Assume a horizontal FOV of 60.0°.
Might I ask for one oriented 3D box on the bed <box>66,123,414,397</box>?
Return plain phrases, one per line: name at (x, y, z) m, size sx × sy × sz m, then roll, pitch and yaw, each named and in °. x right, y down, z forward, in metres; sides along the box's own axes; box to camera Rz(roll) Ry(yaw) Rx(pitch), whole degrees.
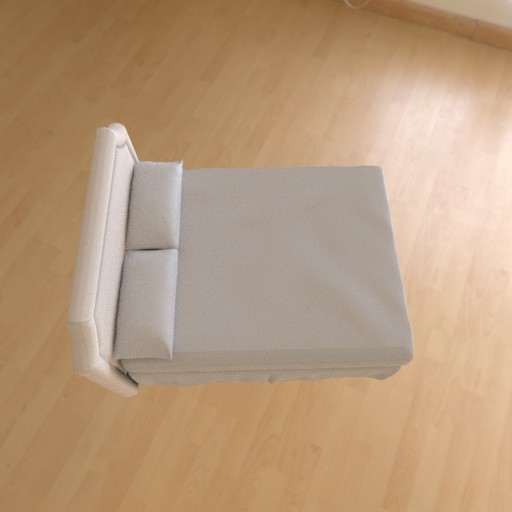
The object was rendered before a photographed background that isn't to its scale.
bed at (0.000, 0.000, 3.309) m, size 2.164 × 1.297 × 1.828 m, roll -1°, pitch 65°, yaw -1°
